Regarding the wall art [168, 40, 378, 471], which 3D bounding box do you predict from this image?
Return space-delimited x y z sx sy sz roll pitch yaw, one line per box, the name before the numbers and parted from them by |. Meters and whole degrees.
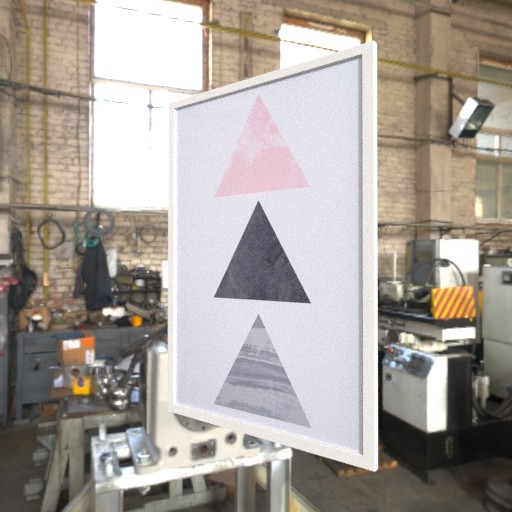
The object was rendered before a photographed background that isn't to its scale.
wall art | 0.000 0.000 0.814 0.456 0.656 0.013 0 -1 36
